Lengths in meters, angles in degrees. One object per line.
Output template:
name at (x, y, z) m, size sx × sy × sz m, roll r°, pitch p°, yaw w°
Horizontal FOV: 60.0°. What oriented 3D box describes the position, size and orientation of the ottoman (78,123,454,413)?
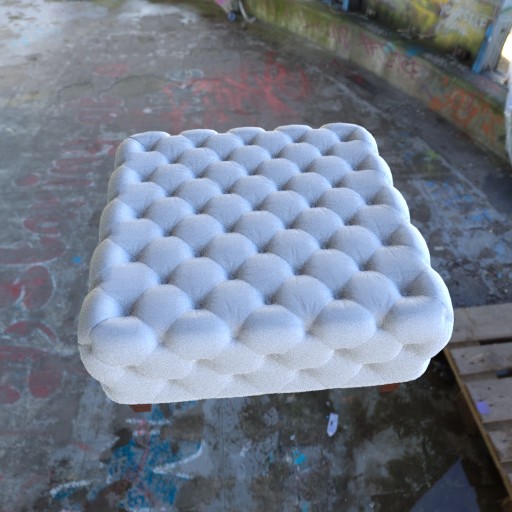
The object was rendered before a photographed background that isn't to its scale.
ottoman at (0.000, 0.000, 1.198) m, size 0.755 × 0.376 × 0.753 m, roll -4°, pitch 47°, yaw -3°
